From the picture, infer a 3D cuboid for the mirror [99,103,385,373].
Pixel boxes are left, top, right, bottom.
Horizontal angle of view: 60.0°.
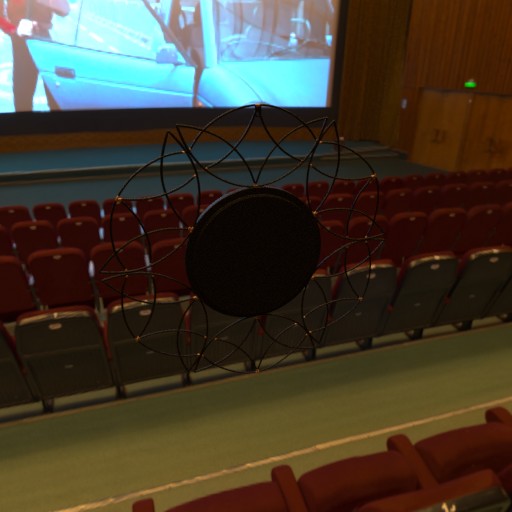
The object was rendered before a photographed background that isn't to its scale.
[{"bbox_3d":[0.000,0.000,1.184,0.797,0.775,0.028,-8,26,-16],"label":"mirror"}]
